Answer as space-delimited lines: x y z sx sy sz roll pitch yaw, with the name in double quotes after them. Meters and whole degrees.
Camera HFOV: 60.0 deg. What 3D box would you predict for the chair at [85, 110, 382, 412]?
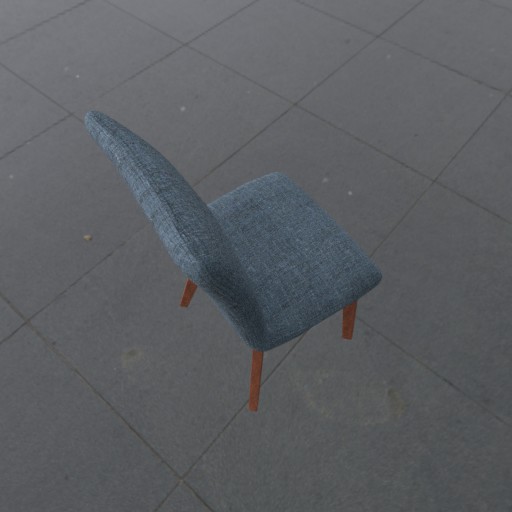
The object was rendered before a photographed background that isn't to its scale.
0.000 0.000 1.261 0.563 0.974 0.522 -30 62 -18 "chair"
